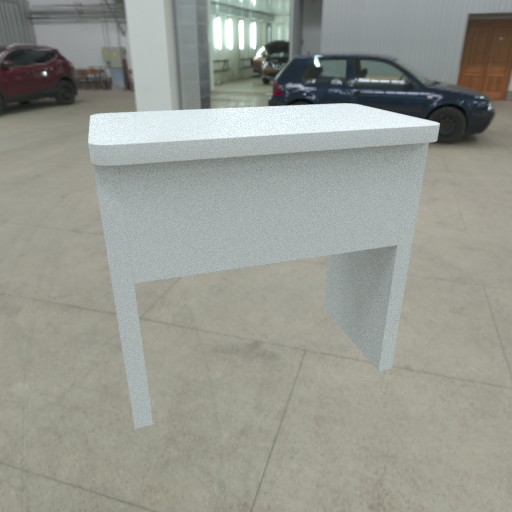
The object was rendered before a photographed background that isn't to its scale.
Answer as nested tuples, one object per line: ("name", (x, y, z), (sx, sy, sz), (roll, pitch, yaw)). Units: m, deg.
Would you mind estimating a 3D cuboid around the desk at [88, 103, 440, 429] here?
("desk", (0.000, 0.000, 1.271), (0.790, 0.760, 0.446), (-8, 27, -16))
